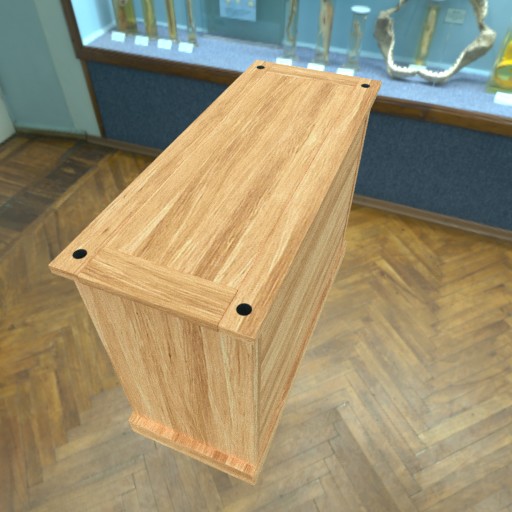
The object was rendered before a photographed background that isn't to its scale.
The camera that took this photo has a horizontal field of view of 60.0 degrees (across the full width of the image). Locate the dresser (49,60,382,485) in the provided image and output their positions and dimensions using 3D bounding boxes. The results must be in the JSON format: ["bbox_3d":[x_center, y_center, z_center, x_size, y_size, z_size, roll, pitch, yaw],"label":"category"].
[{"bbox_3d":[0.000,0.000,1.334,0.410,0.740,0.990,17,48,16],"label":"dresser"}]
